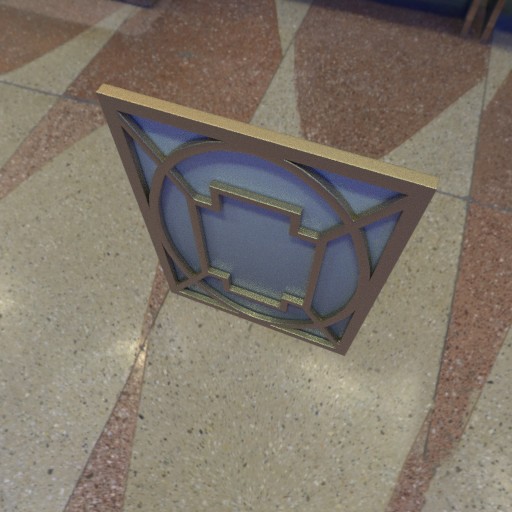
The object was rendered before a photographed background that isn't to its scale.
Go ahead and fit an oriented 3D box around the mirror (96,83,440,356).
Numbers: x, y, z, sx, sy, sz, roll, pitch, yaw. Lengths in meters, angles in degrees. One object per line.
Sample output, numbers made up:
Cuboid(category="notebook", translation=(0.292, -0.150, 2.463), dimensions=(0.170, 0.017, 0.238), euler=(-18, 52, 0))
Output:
Cuboid(category="mirror", translation=(0.000, 0.000, 1.365), dimensions=(0.756, 1.023, 0.032), euler=(19, 61, 11))
